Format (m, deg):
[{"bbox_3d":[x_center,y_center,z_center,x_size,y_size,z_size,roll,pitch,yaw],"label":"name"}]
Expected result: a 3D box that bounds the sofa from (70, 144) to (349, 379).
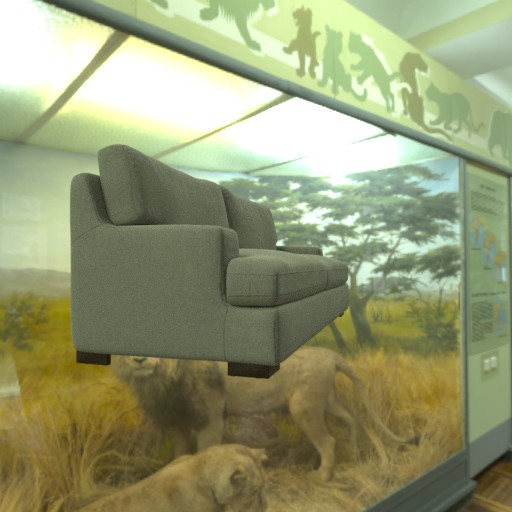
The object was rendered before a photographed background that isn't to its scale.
[{"bbox_3d":[0.000,0.000,2.879,0.962,0.980,2.354,0,-1,18],"label":"sofa"}]
